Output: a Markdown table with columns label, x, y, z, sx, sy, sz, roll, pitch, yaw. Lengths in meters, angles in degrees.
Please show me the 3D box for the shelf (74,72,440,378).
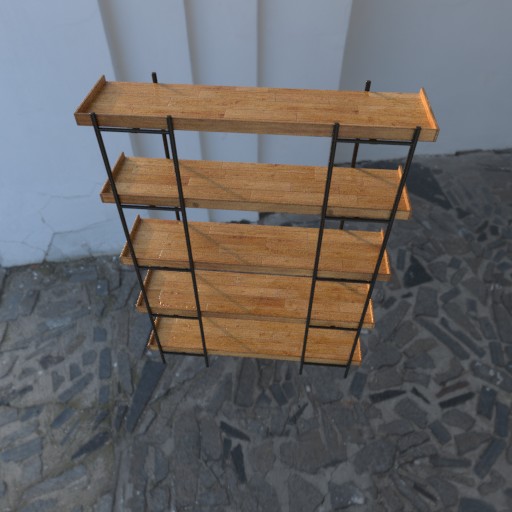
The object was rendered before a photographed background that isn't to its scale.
| label | x | y | z | sx | sy | sz | roll | pitch | yaw |
| --- | --- | --- | --- | --- | --- | --- | --- | --- | --- |
| shelf | 0.000 | 0.000 | 2.419 | 1.371 | 1.826 | 0.379 | 4 | 46 | 3 |
